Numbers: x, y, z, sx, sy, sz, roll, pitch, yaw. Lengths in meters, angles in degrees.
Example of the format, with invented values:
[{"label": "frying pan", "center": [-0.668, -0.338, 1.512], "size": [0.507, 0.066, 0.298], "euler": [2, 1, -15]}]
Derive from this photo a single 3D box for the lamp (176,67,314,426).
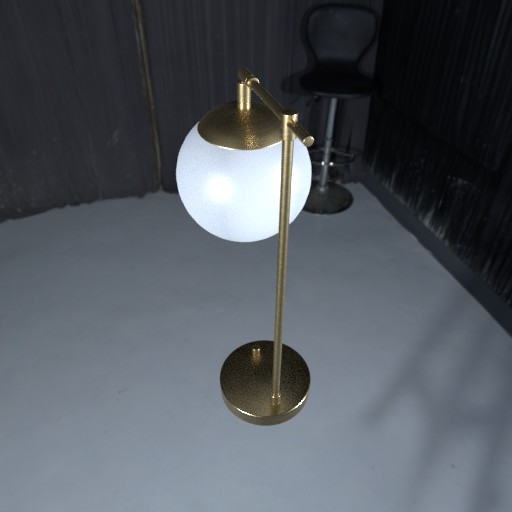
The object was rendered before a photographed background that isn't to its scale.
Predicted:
[{"label": "lamp", "center": [0.000, 0.000, 0.715], "size": [0.207, 0.559, 0.324], "euler": [-12, 41, -14]}]
